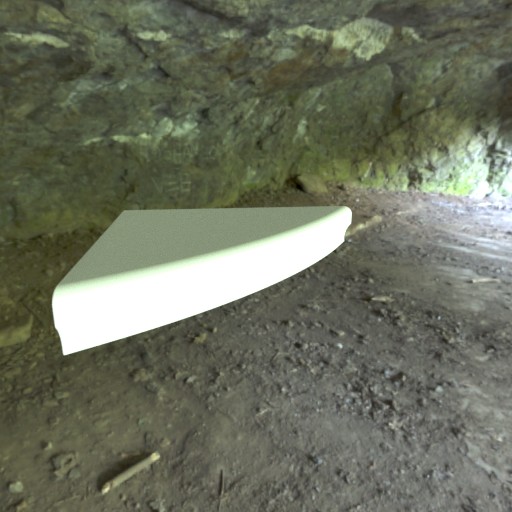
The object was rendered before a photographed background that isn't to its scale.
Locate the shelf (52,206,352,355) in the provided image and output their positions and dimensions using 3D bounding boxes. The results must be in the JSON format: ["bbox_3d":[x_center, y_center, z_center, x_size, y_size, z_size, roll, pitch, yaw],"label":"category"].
[{"bbox_3d":[0.000,0.000,0.460,0.310,0.050,0.310,-2,16,-7],"label":"shelf"}]
